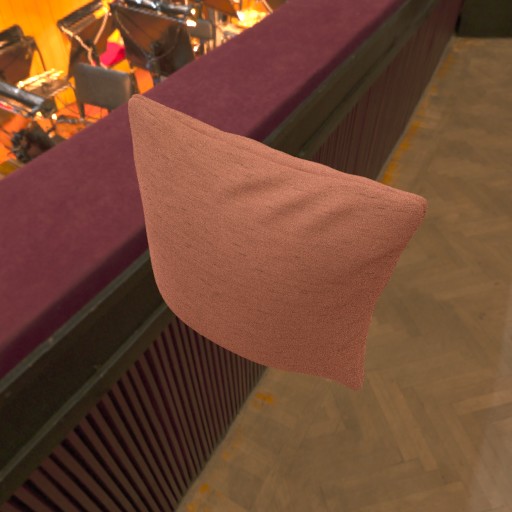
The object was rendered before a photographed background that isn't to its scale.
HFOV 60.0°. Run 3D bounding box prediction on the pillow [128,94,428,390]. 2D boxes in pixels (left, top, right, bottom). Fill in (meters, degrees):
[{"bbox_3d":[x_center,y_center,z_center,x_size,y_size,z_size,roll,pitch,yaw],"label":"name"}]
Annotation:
[{"bbox_3d":[0.000,0.000,0.690,0.432,0.415,0.246,26,52,22],"label":"pillow"}]
